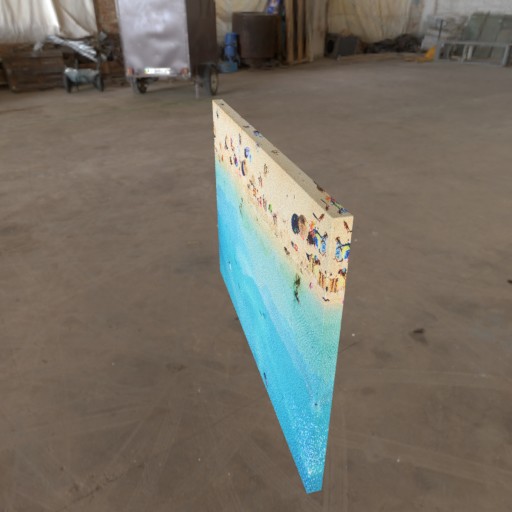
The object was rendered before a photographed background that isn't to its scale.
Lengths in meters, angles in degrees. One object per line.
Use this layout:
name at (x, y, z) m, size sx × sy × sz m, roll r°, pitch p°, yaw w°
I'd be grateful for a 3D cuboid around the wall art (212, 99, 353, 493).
wall art at (0.000, 0.000, 1.422) m, size 0.040 × 0.769 × 1.136 m, roll -8°, pitch 30°, yaw -13°
